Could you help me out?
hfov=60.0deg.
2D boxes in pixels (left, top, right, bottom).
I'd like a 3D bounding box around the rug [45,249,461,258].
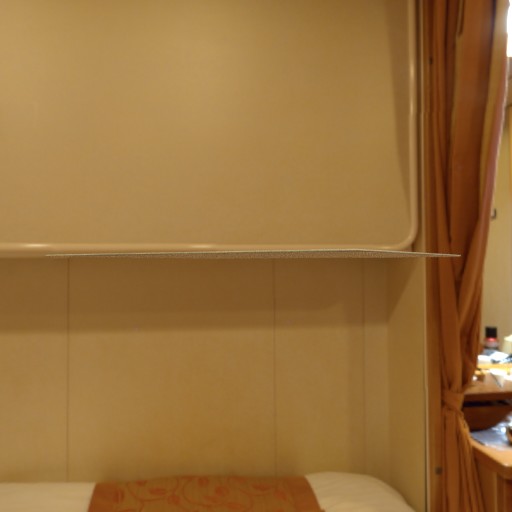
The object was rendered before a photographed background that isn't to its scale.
[{"bbox_3d":[0.000,0.000,3.923,2.895,0.018,2.288,-1,-1,36],"label":"rug"}]
